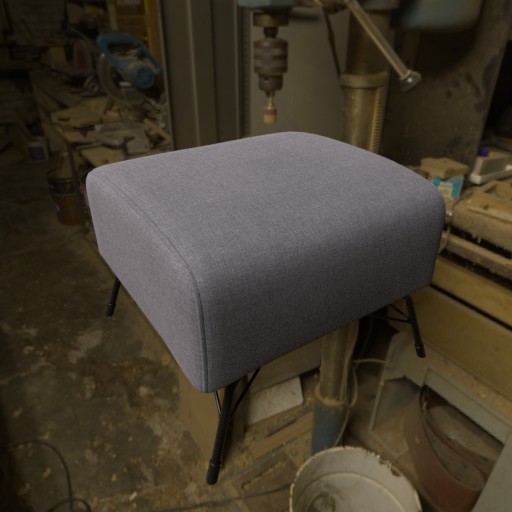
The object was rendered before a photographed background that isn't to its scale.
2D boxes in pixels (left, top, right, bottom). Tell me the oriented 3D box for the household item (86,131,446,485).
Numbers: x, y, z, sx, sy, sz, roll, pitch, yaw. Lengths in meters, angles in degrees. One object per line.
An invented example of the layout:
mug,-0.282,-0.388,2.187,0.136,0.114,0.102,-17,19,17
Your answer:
household item,0.000,0.000,0.908,0.530,0.410,0.530,-19,35,-29
